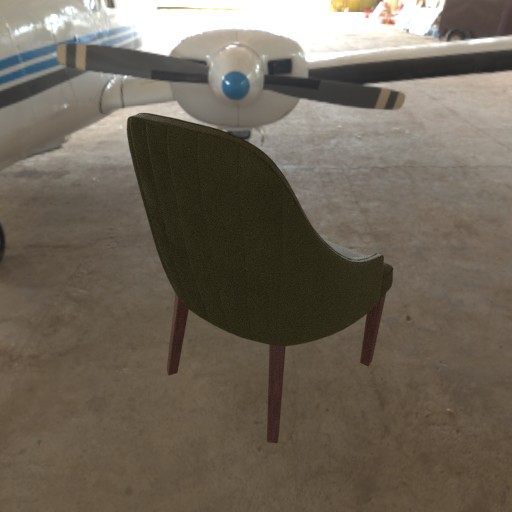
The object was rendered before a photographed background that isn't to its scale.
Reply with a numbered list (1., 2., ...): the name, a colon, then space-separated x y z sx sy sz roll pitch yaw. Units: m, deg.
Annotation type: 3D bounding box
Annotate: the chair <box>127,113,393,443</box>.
1. chair: 0.000 0.000 1.290 0.643 0.889 0.575 22 37 32
